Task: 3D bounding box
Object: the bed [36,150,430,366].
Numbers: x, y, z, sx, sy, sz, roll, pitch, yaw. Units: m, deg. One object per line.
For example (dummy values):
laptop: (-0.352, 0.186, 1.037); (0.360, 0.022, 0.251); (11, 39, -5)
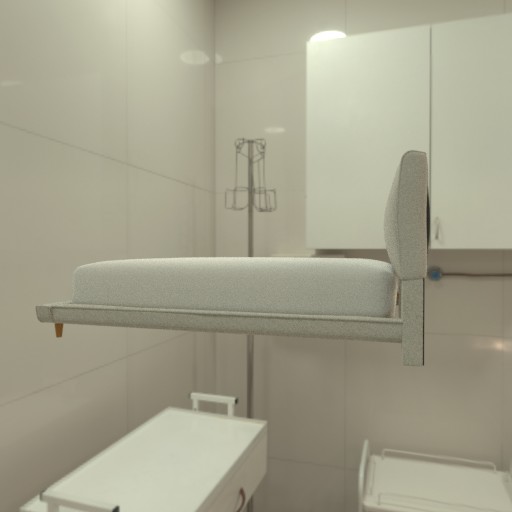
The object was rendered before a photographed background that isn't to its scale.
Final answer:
bed: (0.000, 0.000, 3.336); (2.368, 1.067, 1.840); (0, 1, 17)
